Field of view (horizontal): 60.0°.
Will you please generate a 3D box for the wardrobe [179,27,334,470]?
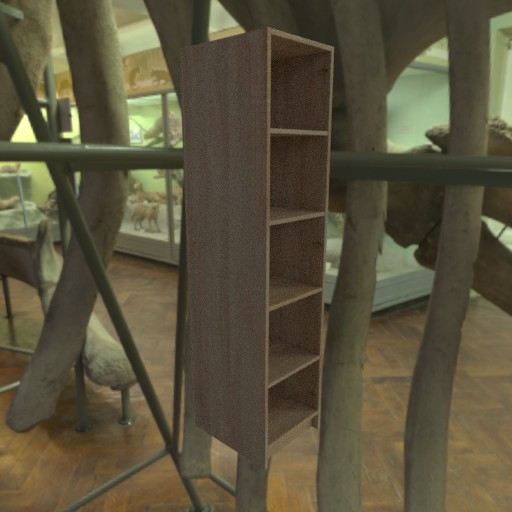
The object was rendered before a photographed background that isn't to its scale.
[{"bbox_3d":[0.000,0.000,2.438,0.588,2.117,0.496,12,18,41],"label":"wardrobe"}]
